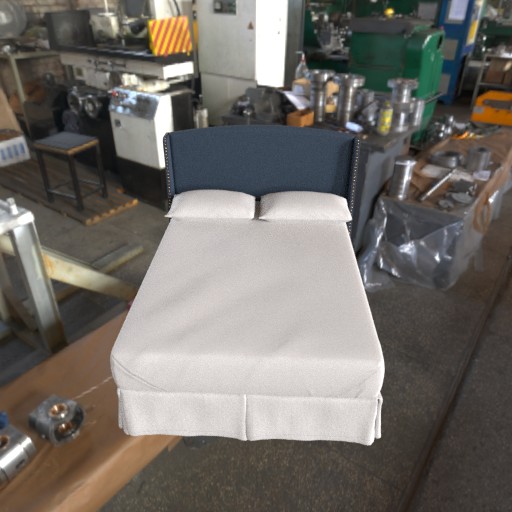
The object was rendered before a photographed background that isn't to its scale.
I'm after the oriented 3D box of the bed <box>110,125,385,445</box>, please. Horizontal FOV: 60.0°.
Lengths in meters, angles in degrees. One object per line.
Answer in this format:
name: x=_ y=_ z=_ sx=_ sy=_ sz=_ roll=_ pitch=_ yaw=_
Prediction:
bed: x=0.000 y=0.000 z=3.356 sx=1.710 sy=1.407 sz=2.237 roll=1 pitch=31 yaw=2
